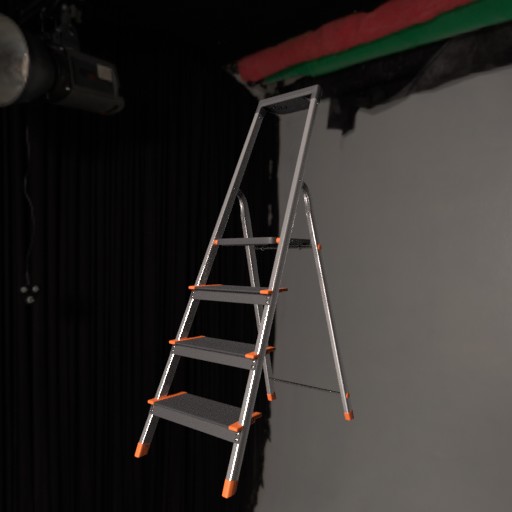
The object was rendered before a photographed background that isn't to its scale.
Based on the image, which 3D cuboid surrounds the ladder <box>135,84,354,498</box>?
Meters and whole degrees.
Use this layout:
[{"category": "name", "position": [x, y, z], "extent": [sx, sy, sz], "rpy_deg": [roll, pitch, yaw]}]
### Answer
[{"category": "ladder", "position": [0.000, 0.000, 1.770], "extent": [0.452, 1.429, 0.834], "rpy_deg": [0, 0, 39]}]
